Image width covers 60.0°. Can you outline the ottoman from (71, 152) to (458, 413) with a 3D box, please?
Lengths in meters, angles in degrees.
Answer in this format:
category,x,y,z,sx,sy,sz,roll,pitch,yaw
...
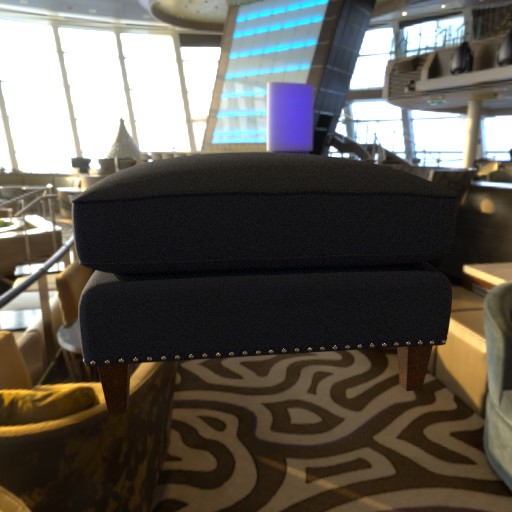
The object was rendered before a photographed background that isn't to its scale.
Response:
category,x,y,z,sx,sy,sz,roll,pitch,yaw
ottoman,0.000,0.000,1.124,0.741,0.513,0.584,-2,13,-8
